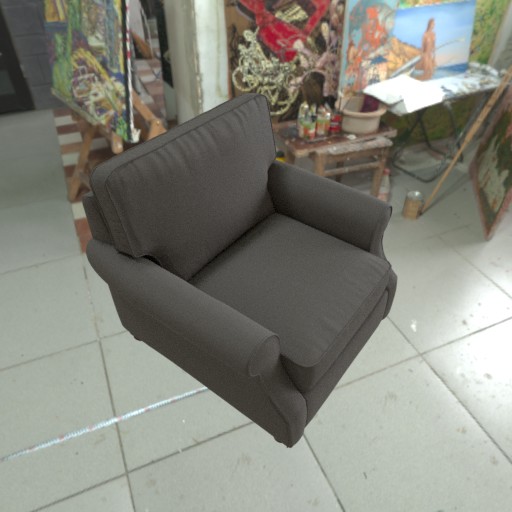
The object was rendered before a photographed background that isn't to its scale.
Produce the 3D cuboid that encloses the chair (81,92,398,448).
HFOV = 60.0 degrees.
[{"bbox_3d":[0.000,0.000,1.802,0.966,0.967,1.029,27,48,27],"label":"chair"}]
